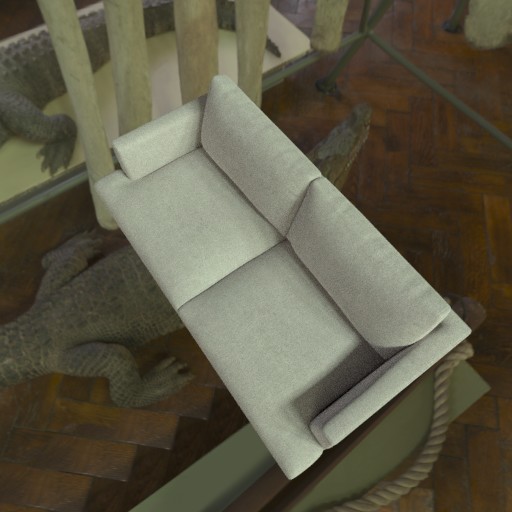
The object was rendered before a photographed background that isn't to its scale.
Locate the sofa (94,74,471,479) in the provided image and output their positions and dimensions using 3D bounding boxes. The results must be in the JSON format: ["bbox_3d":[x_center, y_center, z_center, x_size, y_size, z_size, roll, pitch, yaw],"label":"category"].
[{"bbox_3d":[0.000,0.000,2.395,1.020,0.868,1.948,-33,68,-15],"label":"sofa"}]
